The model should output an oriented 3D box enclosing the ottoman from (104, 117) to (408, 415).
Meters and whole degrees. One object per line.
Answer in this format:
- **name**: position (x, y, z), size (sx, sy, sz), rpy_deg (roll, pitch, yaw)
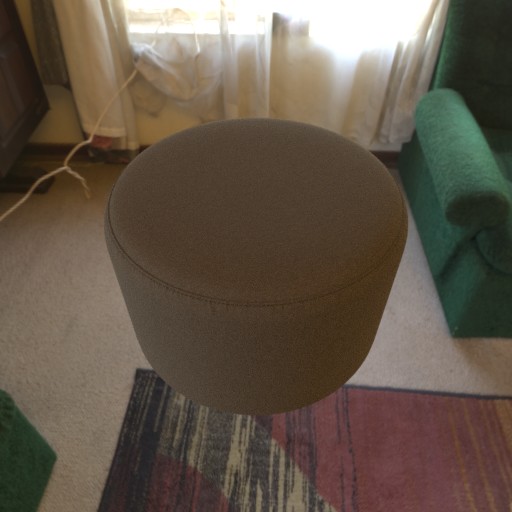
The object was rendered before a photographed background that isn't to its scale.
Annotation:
- **ottoman**: position (0.000, 0.000, 1.016), size (0.608, 0.433, 0.608), rpy_deg (0, 45, 0)
